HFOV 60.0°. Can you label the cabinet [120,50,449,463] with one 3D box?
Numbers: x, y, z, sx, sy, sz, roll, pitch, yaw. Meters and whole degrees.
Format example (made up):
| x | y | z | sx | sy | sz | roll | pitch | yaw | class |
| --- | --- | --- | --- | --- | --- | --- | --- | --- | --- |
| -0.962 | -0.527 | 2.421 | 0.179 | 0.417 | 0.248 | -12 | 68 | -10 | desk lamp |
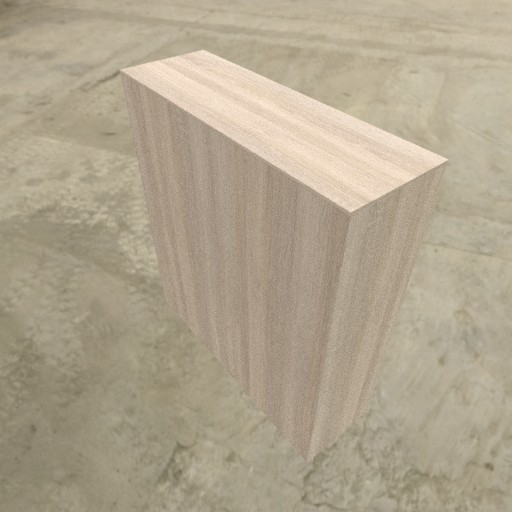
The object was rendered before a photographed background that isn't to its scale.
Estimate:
| x | y | z | sx | sy | sz | roll | pitch | yaw | class |
| --- | --- | --- | --- | --- | --- | --- | --- | --- | --- |
| 0.000 | 0.000 | 2.964 | 0.620 | 2.060 | 1.870 | -28 | 49 | -28 | cabinet |
